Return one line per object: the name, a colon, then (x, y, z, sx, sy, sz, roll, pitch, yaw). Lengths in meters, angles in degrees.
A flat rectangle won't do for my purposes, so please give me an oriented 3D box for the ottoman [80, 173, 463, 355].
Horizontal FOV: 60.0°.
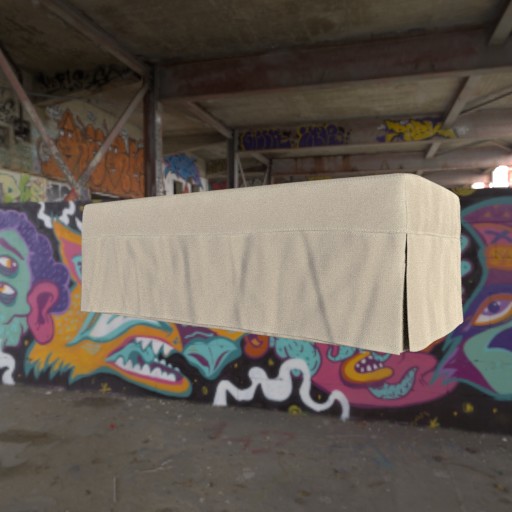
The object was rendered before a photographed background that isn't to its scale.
ottoman: (0.000, 0.000, 1.706, 1.388, 0.457, 0.665, 1, 1, 36)
